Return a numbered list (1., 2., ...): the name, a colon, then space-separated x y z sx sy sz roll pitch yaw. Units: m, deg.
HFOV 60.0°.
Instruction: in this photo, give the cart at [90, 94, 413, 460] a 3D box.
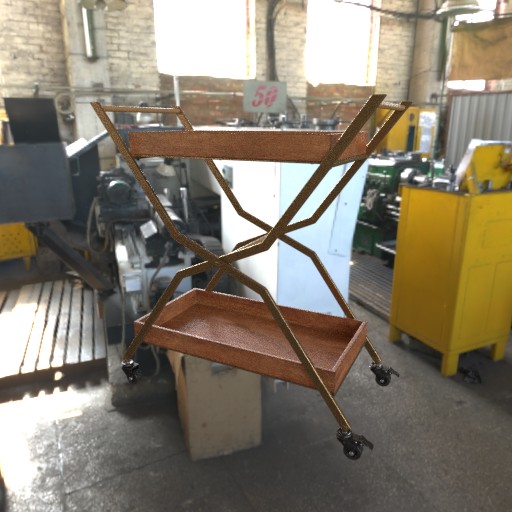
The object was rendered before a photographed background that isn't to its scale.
1. cart: 0.000 0.000 1.320 0.836 0.869 0.405 8 19 26
